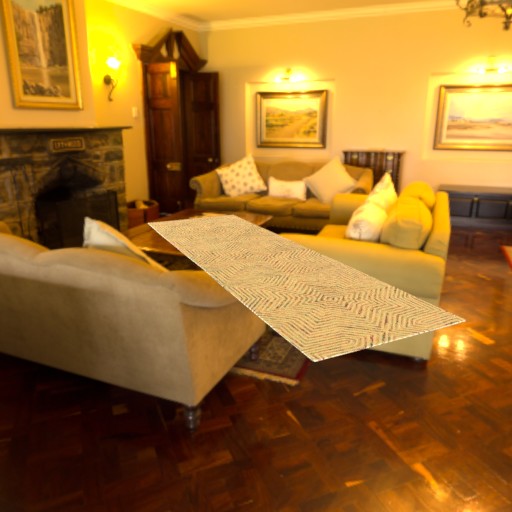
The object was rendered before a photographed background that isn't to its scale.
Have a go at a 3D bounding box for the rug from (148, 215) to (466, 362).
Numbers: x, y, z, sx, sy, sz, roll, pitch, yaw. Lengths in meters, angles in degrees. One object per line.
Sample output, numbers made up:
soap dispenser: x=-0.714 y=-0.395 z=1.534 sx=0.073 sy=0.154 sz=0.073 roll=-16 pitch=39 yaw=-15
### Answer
rug: x=0.000 y=0.000 z=2.738 sx=0.771 sy=0.009 sz=2.443 roll=-8 pitch=19 yaw=-25
